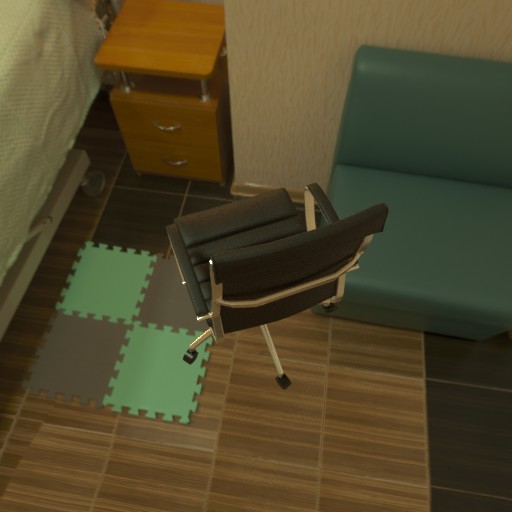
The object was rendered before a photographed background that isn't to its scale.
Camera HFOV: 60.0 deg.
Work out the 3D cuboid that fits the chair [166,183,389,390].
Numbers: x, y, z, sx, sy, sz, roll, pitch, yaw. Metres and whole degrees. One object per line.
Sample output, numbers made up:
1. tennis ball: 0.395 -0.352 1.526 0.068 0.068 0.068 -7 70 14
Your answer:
1. chair: 0.000 0.000 1.645 0.766 1.149 0.739 -17 60 -10
